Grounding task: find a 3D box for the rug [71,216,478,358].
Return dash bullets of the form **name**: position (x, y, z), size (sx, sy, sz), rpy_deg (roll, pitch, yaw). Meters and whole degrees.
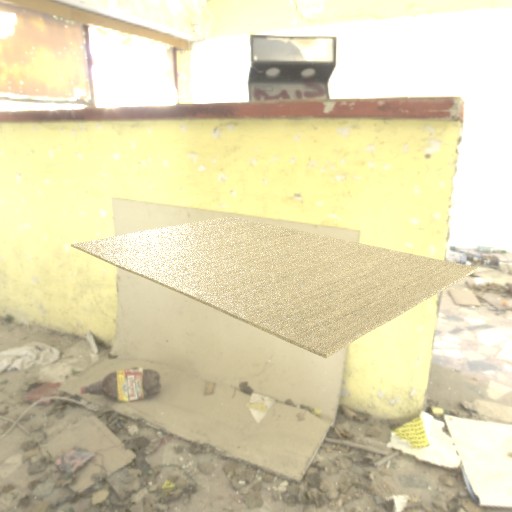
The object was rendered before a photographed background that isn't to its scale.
- **rug**: position (0.000, 0.000, 2.951), size (1.532, 0.018, 2.297), rpy_deg (-15, 22, -42)
